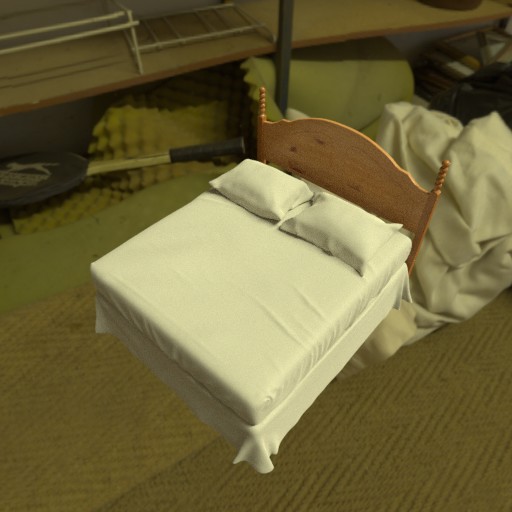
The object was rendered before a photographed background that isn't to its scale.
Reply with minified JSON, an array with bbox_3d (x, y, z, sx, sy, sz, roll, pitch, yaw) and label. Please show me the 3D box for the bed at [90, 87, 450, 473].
[{"bbox_3d":[0.000,0.000,3.231,1.873,1.356,2.040,32,54,28],"label":"bed"}]
